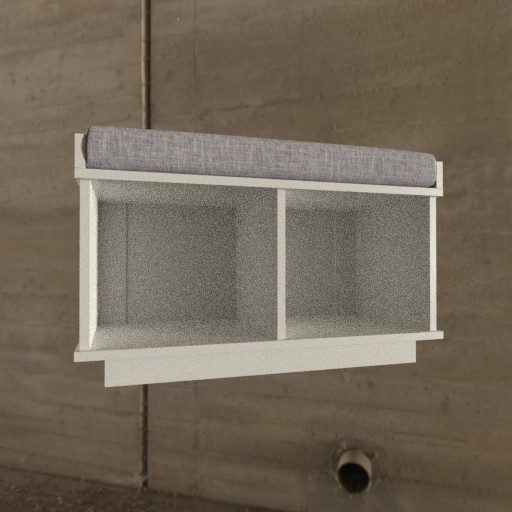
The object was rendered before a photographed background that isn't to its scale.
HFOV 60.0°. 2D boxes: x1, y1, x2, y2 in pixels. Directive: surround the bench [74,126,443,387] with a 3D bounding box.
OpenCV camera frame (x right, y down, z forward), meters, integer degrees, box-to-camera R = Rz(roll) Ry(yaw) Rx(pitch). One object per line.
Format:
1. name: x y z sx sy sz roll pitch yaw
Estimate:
1. bench: 0.000 0.000 1.004 0.734 0.461 0.362 0 0 -17
